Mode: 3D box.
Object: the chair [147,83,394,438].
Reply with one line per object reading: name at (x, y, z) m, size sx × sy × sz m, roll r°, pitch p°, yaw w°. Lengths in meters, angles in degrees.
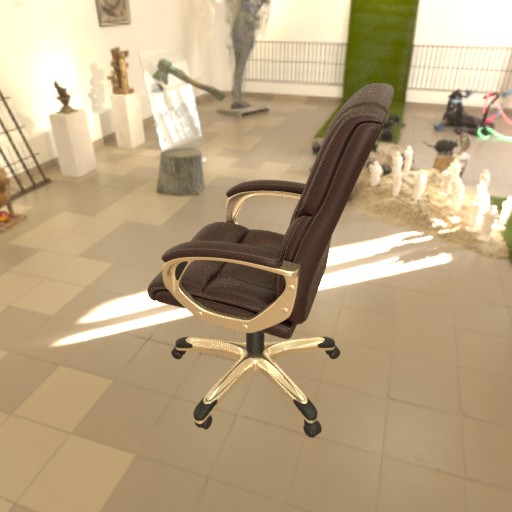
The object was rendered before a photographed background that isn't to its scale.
chair at (0.000, 0.000, 1.513) m, size 0.739 × 1.107 × 0.662 m, roll 9°, pitch 31°, yaw 16°
